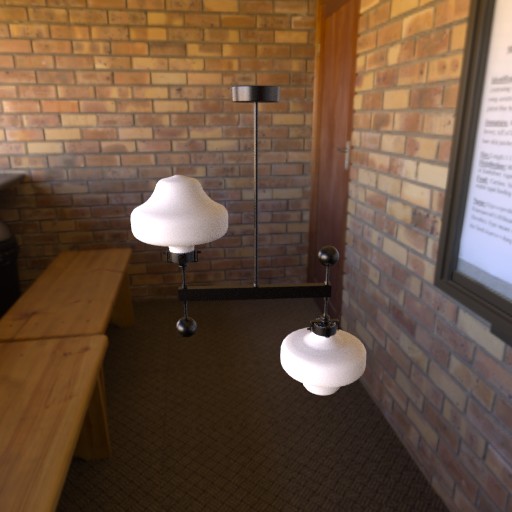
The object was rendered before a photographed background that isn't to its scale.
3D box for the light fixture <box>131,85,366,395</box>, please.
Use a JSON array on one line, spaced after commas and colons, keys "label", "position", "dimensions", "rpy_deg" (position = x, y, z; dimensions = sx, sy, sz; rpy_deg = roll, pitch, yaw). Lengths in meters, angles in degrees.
[{"label": "light fixture", "position": [0.000, 0.000, 1.041], "dimensions": [0.489, 0.743, 0.422], "rpy_deg": [-15, 23, -39]}]
